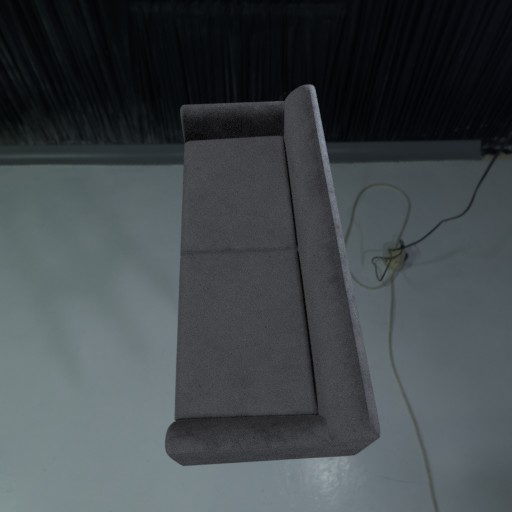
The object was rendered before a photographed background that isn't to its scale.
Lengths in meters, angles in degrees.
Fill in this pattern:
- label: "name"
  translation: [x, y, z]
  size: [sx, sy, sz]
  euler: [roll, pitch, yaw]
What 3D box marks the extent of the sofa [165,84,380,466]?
- label: "sofa"
  translation: [0.000, 0.000, 2.626]
  size: [0.900, 0.740, 2.190]
  euler: [-3, 59, -2]
